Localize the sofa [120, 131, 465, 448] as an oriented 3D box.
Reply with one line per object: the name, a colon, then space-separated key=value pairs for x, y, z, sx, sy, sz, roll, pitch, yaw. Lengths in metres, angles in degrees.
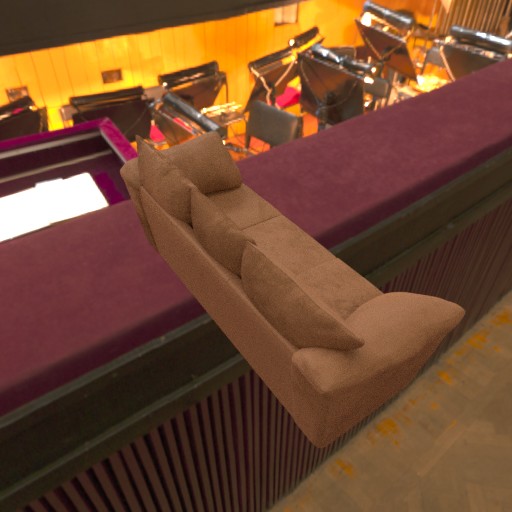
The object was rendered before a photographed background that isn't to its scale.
sofa: x=0.000 y=0.000 z=2.854 sx=0.893 sy=0.981 sz=2.377 roll=-25 pitch=47 yaw=-25
